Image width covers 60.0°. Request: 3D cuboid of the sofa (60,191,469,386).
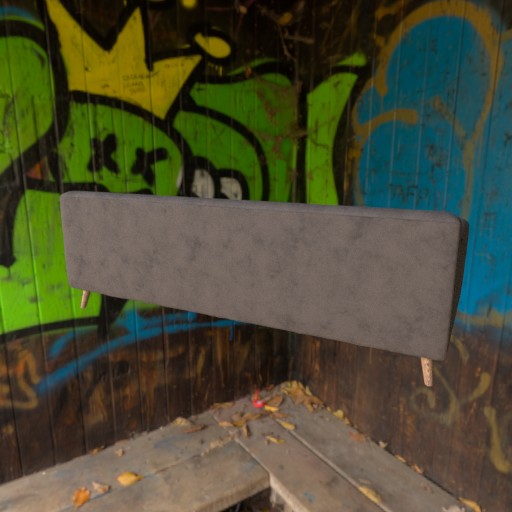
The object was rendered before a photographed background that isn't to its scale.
[{"bbox_3d":[0.000,0.000,2.595,2.190,0.740,0.900,7,15,27],"label":"sofa"}]
